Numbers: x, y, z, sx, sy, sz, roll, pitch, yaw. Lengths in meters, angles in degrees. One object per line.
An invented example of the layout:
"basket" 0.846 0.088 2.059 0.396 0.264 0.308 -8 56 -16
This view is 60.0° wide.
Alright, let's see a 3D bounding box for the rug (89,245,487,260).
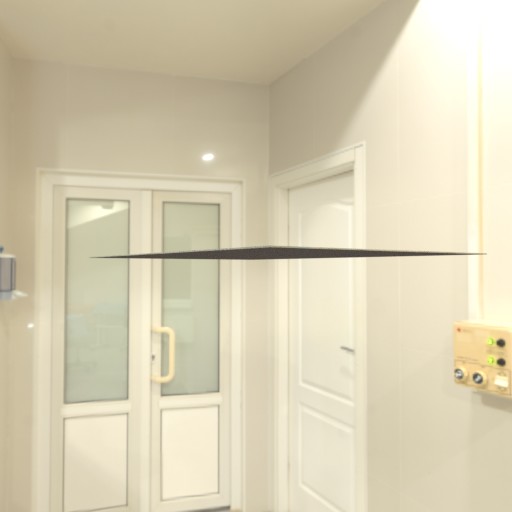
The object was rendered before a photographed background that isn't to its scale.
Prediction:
"rug" 0.000 0.000 2.341 1.229 0.005 1.827 1 -2 -36
